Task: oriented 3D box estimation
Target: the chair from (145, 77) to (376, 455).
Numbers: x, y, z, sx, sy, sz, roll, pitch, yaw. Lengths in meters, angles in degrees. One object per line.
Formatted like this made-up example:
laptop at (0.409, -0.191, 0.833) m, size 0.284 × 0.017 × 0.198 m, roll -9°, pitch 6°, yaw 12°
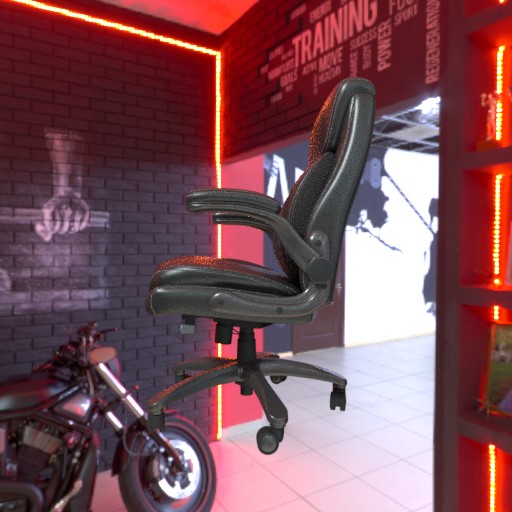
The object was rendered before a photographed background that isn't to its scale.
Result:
chair at (0.000, 0.000, 1.581) m, size 0.724 × 1.110 × 0.782 m, roll 0°, pitch 1°, yaw 0°
